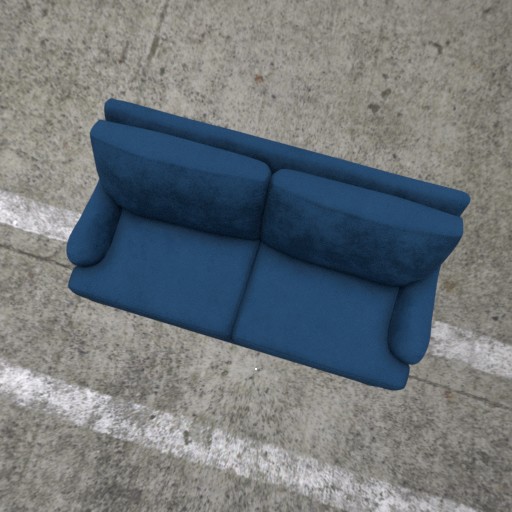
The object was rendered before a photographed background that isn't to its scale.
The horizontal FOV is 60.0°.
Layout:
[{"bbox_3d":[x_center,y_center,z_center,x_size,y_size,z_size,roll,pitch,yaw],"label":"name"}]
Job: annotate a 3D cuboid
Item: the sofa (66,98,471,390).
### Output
[{"bbox_3d":[0.000,0.000,2.718,2.141,1.101,1.084,16,76,4],"label":"sofa"}]
